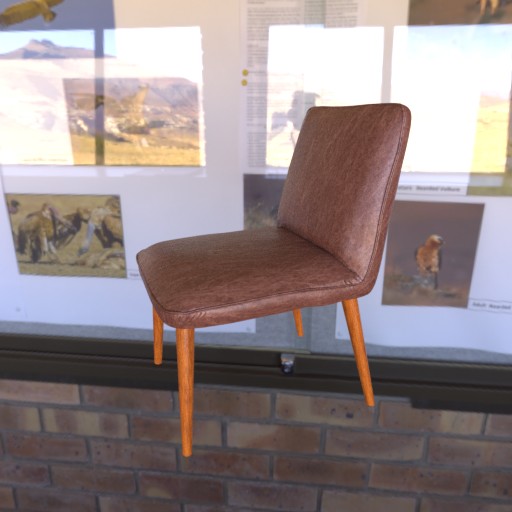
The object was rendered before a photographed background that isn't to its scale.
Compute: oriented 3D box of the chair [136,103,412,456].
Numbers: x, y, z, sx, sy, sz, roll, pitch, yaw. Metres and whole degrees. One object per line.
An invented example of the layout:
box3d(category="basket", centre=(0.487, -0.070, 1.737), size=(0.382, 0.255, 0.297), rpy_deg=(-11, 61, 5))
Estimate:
box3d(category="chair", centre=(0.000, 0.000, 1.234), size=(0.645, 0.803, 0.543), rpy_deg=(-8, 19, -24))
